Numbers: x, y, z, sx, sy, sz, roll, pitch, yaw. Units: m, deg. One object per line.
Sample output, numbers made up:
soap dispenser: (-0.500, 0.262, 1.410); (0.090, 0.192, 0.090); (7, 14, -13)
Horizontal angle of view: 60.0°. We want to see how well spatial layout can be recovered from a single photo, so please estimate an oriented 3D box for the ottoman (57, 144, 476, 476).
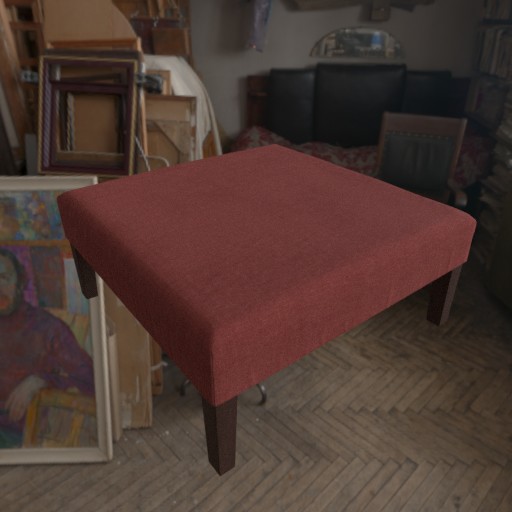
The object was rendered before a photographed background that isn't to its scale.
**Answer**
ottoman: (0.000, 0.000, 1.384); (0.890, 0.411, 0.889); (-21, 36, -32)
